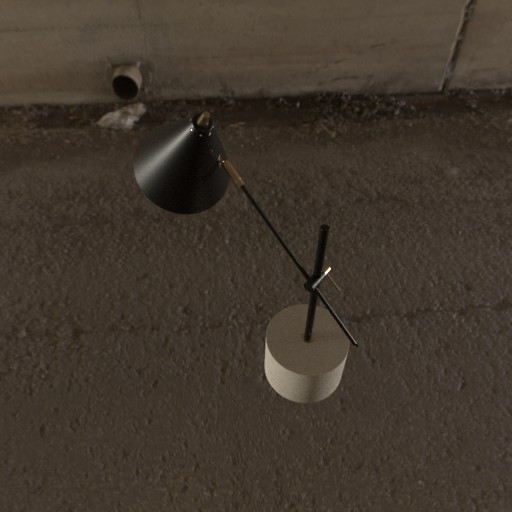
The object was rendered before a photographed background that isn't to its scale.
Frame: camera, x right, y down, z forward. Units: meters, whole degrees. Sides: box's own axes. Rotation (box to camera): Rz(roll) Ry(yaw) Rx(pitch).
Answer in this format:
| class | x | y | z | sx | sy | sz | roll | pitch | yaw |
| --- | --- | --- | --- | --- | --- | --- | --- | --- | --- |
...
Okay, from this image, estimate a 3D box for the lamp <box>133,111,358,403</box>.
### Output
| class | x | y | z | sx | sy | sz | roll | pitch | yaw |
| --- | --- | --- | --- | --- | --- | --- | --- | --- | --- |
| lamp | 0.000 | 0.000 | 0.729 | 0.214 | 0.518 | 0.403 | -33 | 55 | -27 |
